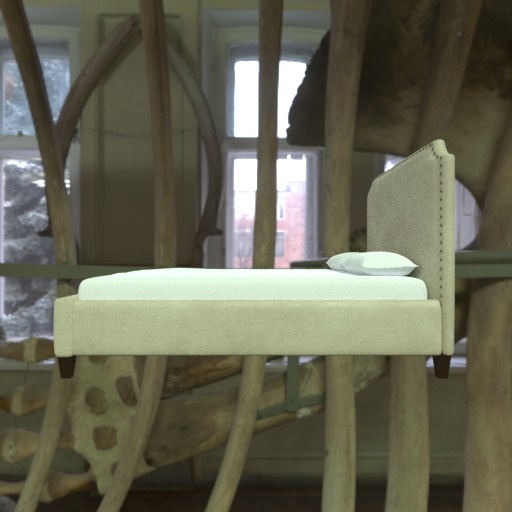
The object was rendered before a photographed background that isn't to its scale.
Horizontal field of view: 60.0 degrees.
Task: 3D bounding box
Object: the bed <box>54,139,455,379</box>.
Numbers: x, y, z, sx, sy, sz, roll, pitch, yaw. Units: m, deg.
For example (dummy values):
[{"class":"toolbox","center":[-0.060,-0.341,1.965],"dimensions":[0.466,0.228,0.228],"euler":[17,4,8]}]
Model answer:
[{"class":"bed","center":[0.000,0.000,3.421],"dimensions":[2.372,1.443,1.712],"euler":[0,0,0]}]
